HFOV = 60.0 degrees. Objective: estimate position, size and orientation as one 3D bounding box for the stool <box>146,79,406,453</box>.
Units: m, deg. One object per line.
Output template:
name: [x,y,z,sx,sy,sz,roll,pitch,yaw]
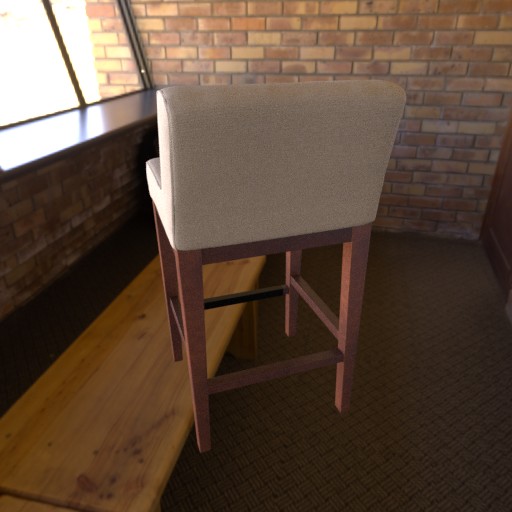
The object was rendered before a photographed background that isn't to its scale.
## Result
stool: [0.000,0.000,1.236,0.511,0.937,0.500,-9,28,-17]
